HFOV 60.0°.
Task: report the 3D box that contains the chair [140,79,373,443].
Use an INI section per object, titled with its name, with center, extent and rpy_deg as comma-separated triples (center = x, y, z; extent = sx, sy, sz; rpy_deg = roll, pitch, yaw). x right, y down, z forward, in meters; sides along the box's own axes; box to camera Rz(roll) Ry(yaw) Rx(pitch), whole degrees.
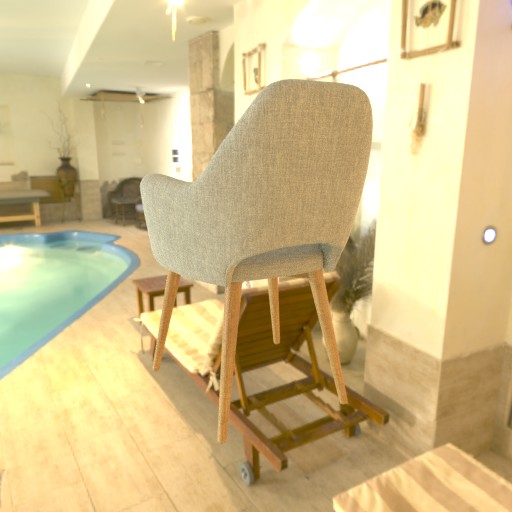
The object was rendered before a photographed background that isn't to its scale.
[chair]
center = 0.000, 0.000, 1.229
extent = 0.590, 0.840, 0.610
rpy_deg = -7, 15, -27
